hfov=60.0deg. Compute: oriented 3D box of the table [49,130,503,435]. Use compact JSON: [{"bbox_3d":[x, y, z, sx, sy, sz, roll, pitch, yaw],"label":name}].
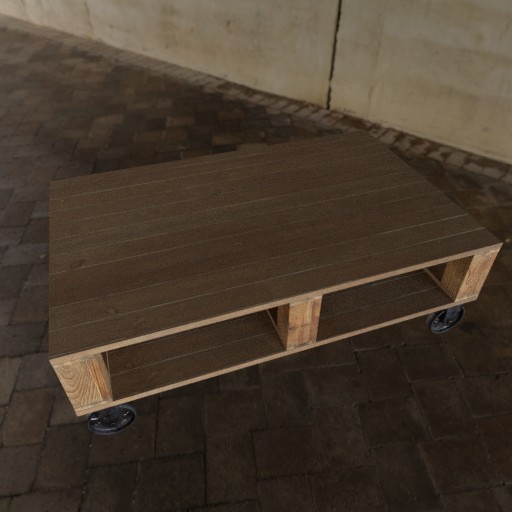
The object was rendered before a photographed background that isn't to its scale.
[{"bbox_3d":[0.000,0.000,1.612,1.299,0.413,0.827,-13,43,-14],"label":"table"}]
